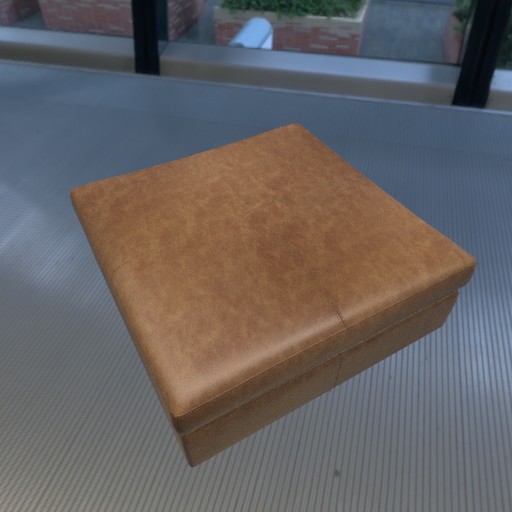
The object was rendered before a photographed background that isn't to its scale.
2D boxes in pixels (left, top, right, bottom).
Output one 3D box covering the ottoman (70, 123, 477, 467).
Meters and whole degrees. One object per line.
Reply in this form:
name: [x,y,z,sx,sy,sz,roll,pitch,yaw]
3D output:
ottoman: [0.000,0.000,1.837,1.169,0.483,1.168,-22,49,-21]
